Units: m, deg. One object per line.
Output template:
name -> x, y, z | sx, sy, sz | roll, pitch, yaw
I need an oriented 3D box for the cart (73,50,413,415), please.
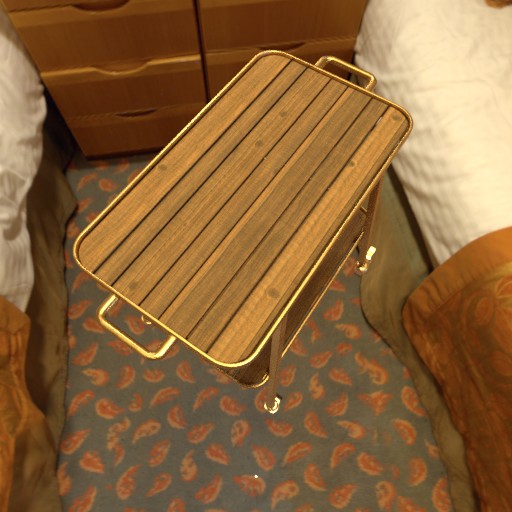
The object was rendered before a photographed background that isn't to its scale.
cart -> 0.000, 0.000, 1.207 | 0.524, 0.700, 0.806 | 32, 68, 15
